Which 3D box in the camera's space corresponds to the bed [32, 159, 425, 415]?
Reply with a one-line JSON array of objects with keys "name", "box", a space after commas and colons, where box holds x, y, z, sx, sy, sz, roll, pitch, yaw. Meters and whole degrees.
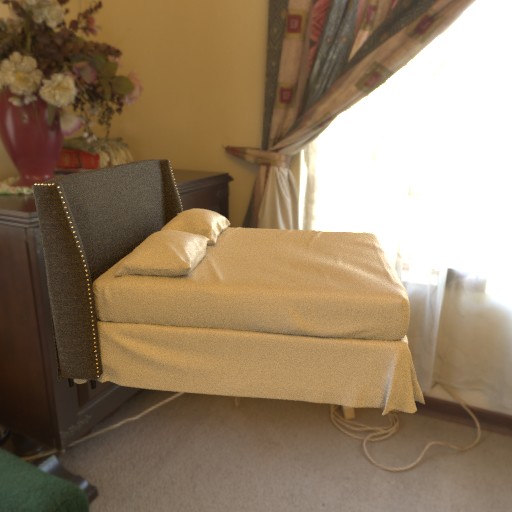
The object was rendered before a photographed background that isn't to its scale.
[{"name": "bed", "box": [0.000, 0.000, 3.387, 2.276, 1.332, 1.925, 2, 17, 8]}]
